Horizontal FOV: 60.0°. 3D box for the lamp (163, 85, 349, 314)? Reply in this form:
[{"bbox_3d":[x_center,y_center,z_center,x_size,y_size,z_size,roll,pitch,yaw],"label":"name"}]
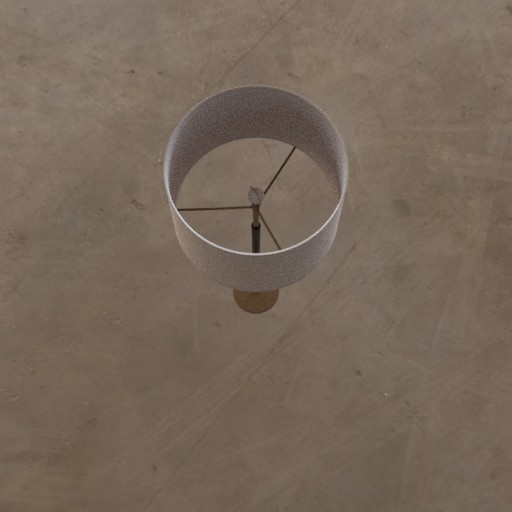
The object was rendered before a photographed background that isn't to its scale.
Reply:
[{"bbox_3d":[0.000,0.000,1.583,0.420,1.447,0.420,0,76,0],"label":"lamp"}]
